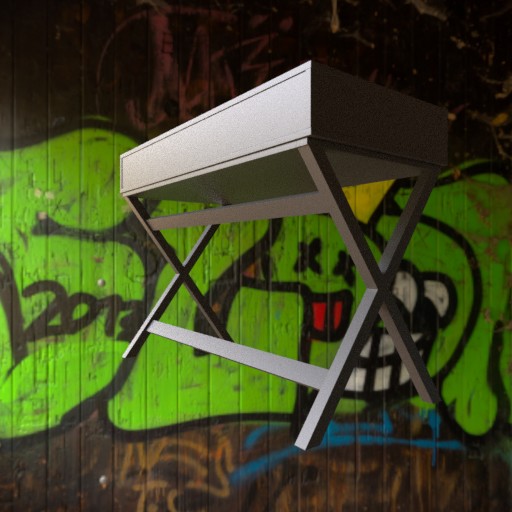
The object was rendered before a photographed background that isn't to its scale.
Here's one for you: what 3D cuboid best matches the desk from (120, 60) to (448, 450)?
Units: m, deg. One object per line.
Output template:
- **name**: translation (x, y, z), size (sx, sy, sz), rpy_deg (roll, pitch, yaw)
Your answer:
- **desk**: translation (0.000, 0.000, 1.458), size (0.525, 0.780, 1.057), rpy_deg (0, 0, -37)
